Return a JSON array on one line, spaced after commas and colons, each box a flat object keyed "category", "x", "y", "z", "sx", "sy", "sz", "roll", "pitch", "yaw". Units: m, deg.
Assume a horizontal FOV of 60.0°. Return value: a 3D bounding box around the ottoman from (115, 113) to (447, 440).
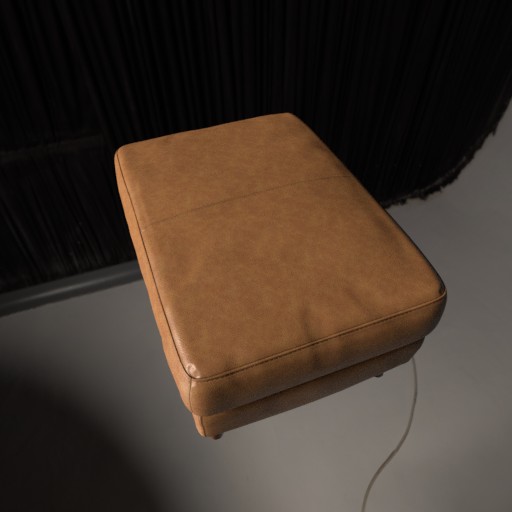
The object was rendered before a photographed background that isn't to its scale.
[{"category": "ottoman", "x": 0.000, "y": 0.000, "z": 1.253, "sx": 0.630, "sy": 0.461, "sz": 0.869, "roll": -16, "pitch": 48, "yaw": -14}]
